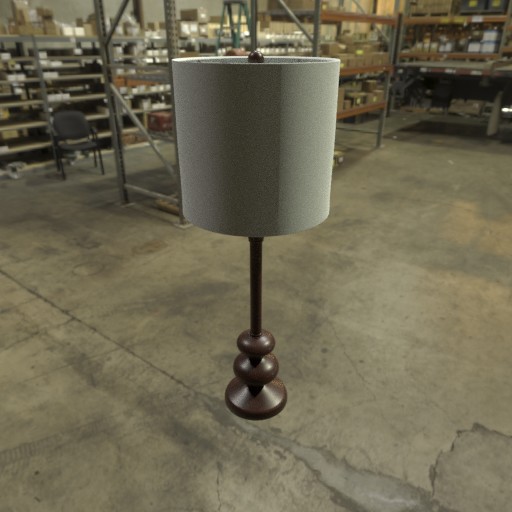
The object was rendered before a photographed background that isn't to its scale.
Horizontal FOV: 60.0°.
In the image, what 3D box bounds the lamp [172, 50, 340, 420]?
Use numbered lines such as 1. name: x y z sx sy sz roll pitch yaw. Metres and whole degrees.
1. lamp: 0.000 0.000 0.820 0.254 0.690 0.254 19 32 33
